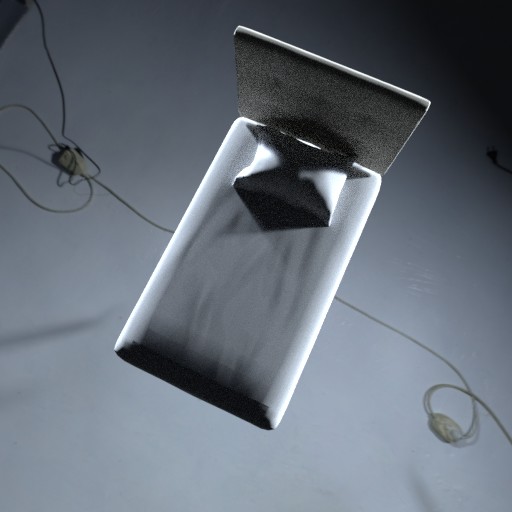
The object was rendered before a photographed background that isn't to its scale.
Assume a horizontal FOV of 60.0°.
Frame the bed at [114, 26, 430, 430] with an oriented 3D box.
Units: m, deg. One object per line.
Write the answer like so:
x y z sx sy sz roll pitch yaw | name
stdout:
0.000 0.000 2.935 1.261 1.571 1.997 24 77 6 | bed
